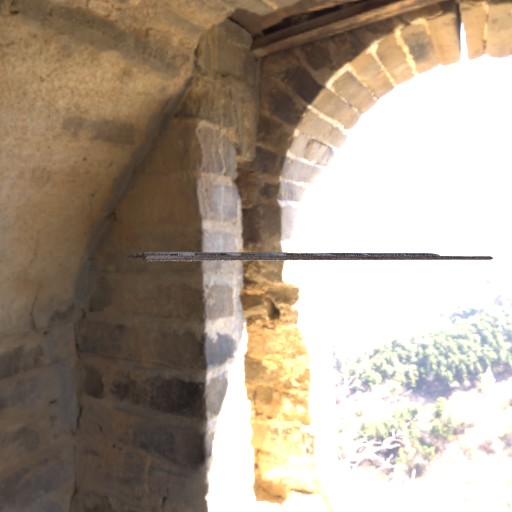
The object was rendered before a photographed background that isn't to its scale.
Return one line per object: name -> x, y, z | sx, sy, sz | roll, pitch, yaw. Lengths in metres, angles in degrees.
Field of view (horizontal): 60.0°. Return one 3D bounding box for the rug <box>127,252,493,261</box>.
rug -> 0.000, 0.000, 2.272 | 1.222, 0.030, 1.823 | 0, 0, -18
